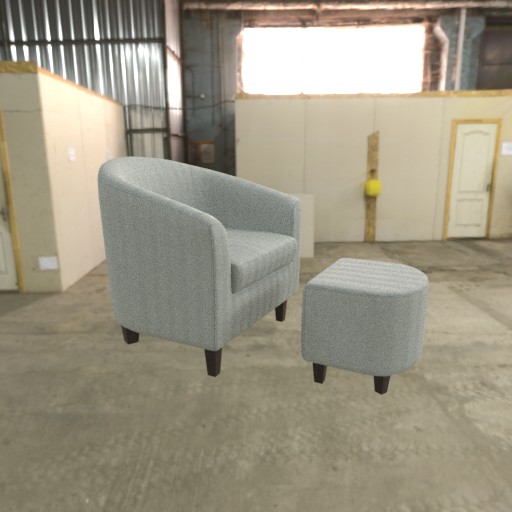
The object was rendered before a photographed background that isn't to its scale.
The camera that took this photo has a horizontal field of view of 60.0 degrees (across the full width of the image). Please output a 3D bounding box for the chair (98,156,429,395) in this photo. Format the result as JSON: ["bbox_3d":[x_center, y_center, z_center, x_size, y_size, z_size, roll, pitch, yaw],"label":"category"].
[{"bbox_3d":[0.000,0.000,1.751,1.288,0.757,0.756,7,15,26],"label":"chair"}]
